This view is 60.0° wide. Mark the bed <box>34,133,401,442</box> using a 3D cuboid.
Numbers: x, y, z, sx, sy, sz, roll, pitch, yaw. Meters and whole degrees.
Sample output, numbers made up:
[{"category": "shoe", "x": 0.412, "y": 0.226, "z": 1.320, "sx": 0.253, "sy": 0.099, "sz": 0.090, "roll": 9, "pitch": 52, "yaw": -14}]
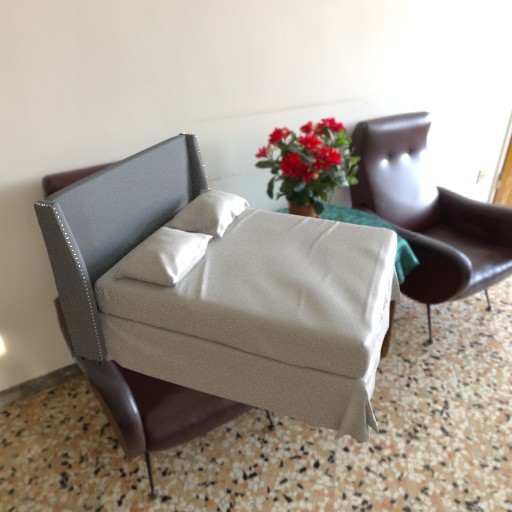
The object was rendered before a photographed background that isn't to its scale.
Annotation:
[{"category": "bed", "x": 0.000, "y": 0.000, "z": 3.485, "sx": 2.276, "sy": 1.332, "sz": 1.925, "roll": 11, "pitch": 31, "yaw": 18}]
